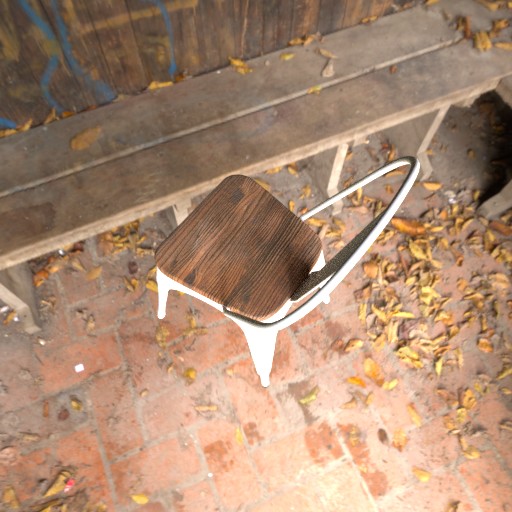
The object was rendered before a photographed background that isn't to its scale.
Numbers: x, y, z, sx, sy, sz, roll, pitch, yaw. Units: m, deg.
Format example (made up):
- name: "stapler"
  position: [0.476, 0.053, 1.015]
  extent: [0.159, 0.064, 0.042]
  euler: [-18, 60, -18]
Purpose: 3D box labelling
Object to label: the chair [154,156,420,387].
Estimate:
- name: "chair"
  position: [0.000, 0.000, 1.160]
  extent: [0.521, 0.851, 0.452]
  euler: [34, 68, 16]
